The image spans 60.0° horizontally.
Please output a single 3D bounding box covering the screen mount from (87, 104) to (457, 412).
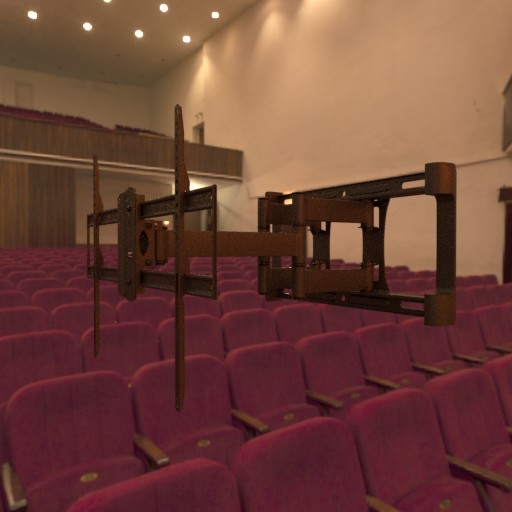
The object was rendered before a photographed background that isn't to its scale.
[{"bbox_3d":[0.000,0.000,1.076,0.644,0.491,0.661,0,1,-36],"label":"screen mount"}]
